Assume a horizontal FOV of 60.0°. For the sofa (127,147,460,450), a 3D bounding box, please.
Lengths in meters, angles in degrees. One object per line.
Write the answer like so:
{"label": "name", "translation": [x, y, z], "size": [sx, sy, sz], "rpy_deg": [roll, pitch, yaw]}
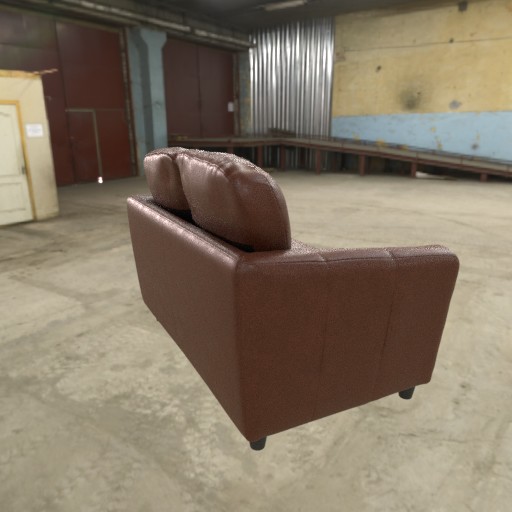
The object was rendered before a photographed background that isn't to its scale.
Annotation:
{"label": "sofa", "translation": [0.000, 0.000, 1.893], "size": [0.805, 0.906, 1.406], "rpy_deg": [-8, 18, -26]}
